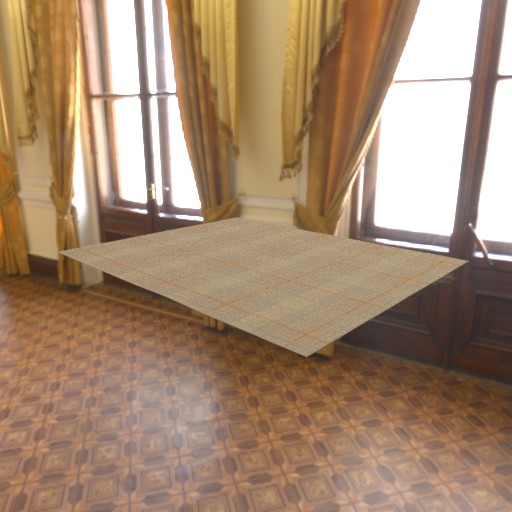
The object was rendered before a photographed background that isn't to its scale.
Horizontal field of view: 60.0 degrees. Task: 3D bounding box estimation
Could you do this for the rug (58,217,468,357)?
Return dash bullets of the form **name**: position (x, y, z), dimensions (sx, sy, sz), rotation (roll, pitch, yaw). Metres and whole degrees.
- **rug**: position (0.000, 0.000, 4.205), dimensions (3.051, 0.021, 2.448), rotation (14, 21, 41)
